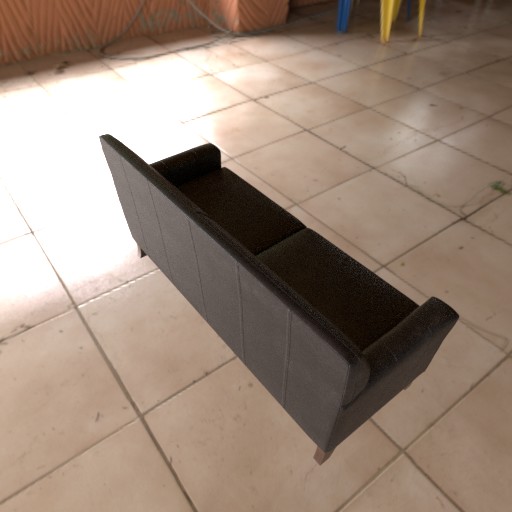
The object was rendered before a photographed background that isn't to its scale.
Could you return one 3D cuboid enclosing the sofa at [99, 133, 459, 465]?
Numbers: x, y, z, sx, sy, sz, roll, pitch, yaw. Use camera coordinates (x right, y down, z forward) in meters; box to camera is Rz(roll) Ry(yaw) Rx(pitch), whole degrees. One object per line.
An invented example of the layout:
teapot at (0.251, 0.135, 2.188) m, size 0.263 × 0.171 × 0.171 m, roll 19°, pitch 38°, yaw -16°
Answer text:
sofa at (0.000, 0.000, 2.526) m, size 0.805 × 0.947 × 2.053 m, roll -28°, pitch 49°, yaw -27°
